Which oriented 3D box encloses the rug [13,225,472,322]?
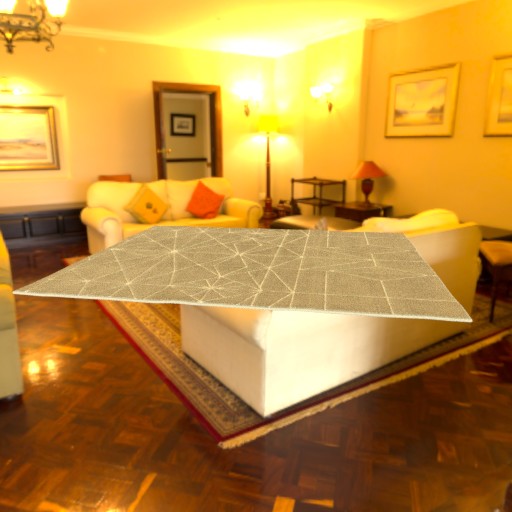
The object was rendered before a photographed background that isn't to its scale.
[{"bbox_3d":[0.000,0.000,0.863,0.639,0.006,0.548,2,15,9],"label":"rug"}]
